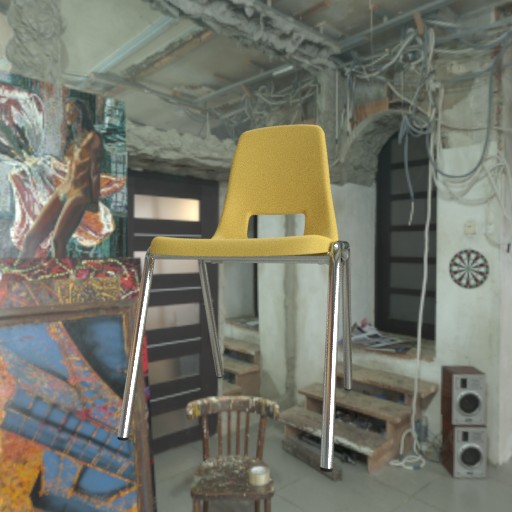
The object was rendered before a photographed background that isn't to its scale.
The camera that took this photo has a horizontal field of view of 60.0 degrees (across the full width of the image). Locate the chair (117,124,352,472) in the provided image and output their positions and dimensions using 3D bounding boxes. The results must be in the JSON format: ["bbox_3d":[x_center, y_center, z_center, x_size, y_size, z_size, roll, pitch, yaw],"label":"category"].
[{"bbox_3d":[0.000,0.000,0.925,0.381,0.653,0.436,0,1,18],"label":"chair"}]
